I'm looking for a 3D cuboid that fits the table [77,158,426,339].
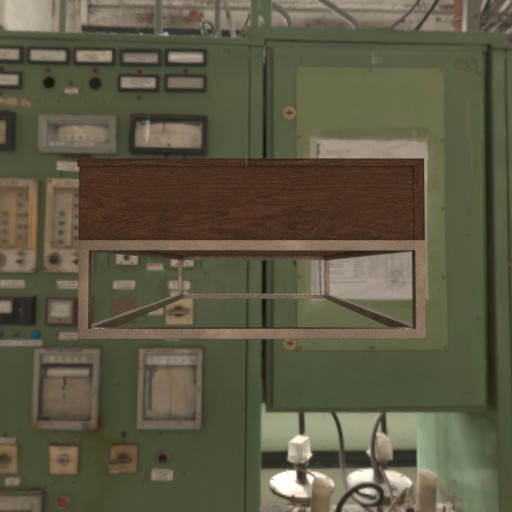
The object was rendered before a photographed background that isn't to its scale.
[{"bbox_3d":[0.000,0.000,1.466,0.719,0.361,1.167,0,-2,0],"label":"table"}]
